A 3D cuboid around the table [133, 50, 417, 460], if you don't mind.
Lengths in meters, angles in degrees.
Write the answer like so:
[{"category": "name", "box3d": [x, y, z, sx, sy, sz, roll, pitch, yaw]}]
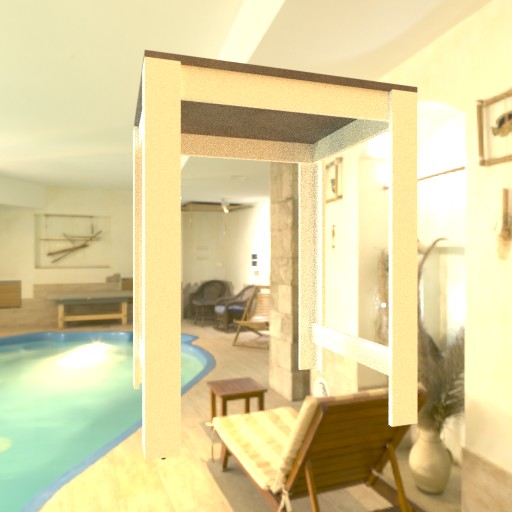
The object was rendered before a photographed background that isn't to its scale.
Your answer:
[{"category": "table", "box3d": [0.000, 0.000, 1.549, 0.800, 1.020, 0.700, 0, 0, -18]}]
